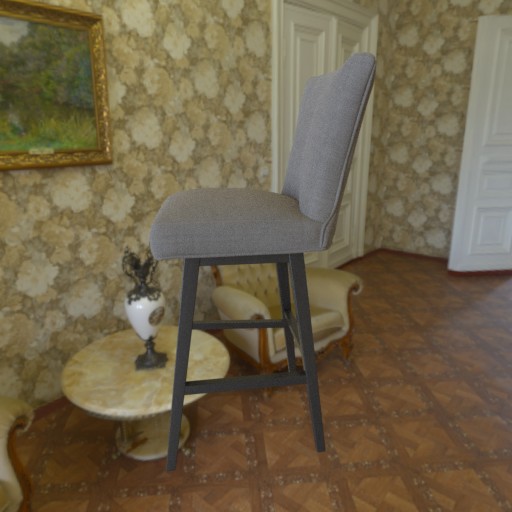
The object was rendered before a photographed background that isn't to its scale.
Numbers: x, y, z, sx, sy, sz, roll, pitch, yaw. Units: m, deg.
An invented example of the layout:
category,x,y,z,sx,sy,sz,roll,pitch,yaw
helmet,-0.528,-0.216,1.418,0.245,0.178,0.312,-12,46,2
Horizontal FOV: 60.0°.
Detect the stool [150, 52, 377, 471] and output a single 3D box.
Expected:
category,x,y,z,sx,sy,sz,roll,pitch,yaw
stool,0.000,0.000,1.362,0.574,1.086,0.514,-2,15,-6
